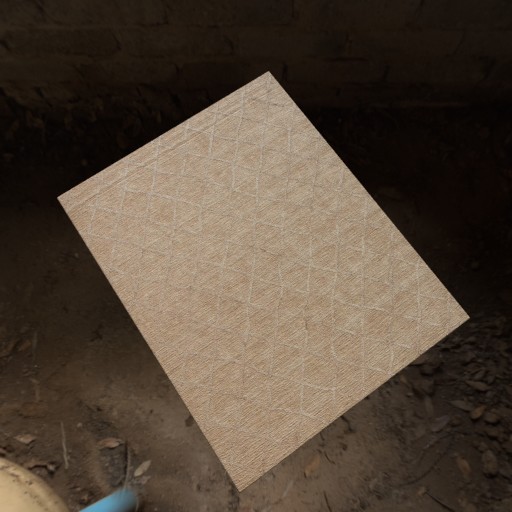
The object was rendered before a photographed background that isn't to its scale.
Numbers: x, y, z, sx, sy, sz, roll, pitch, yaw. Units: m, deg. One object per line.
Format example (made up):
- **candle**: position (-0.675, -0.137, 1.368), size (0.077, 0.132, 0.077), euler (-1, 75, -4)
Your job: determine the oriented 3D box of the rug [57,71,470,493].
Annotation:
- **rug**: position (0.000, 0.000, 3.998), size (2.420, 0.019, 3.039), euler (-34, 78, -8)
